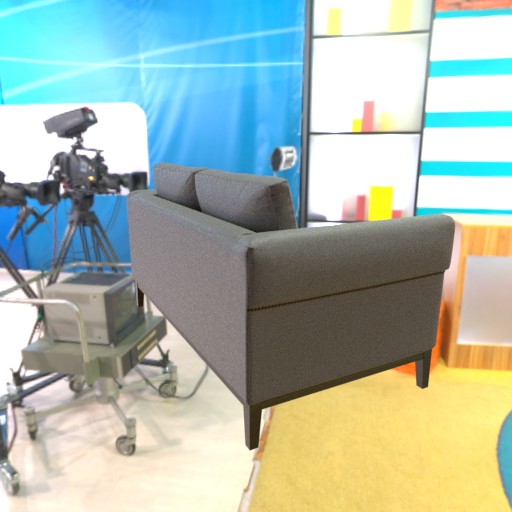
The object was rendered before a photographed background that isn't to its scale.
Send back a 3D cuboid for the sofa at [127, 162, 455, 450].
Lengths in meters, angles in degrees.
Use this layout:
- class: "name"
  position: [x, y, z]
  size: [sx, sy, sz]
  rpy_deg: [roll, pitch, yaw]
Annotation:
- class: "sofa"
  position: [0.000, 0.000, 2.196]
  size: [0.899, 0.873, 1.598]
  rpy_deg: [-7, 16, -27]
